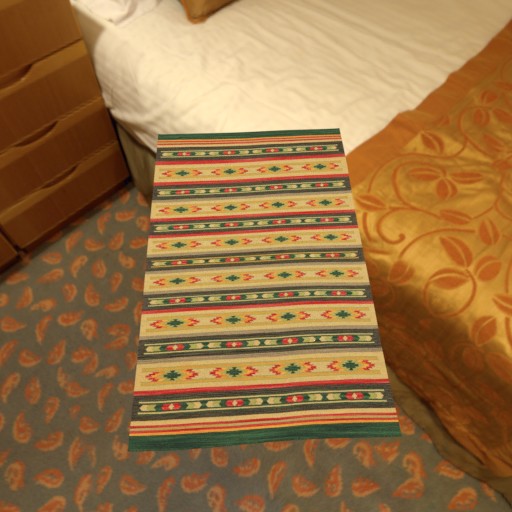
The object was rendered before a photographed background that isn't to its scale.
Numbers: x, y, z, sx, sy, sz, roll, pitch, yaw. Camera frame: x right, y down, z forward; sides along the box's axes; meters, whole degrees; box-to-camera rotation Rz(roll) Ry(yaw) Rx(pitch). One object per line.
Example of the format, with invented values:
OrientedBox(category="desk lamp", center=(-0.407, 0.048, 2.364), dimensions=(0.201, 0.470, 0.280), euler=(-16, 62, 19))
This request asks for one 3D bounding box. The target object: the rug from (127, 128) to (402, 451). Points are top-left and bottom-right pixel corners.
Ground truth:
OrientedBox(category="rug", center=(0.000, 0.000, 3.075), dimensions=(1.520, 0.011, 2.447), euler=(-2, 59, -1))
